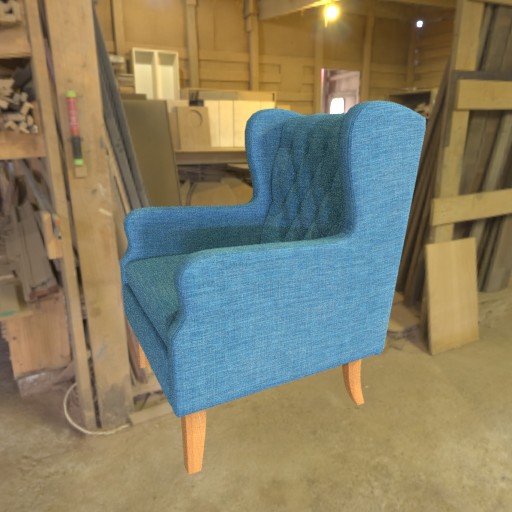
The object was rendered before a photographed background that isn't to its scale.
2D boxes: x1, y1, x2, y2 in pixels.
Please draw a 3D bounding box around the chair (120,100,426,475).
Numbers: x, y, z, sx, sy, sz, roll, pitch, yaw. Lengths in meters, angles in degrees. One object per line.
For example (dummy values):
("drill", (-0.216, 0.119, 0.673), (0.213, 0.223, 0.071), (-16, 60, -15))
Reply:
("chair", (0.000, 0.000, 1.465), (0.775, 0.952, 0.711), (-8, 18, -25))
